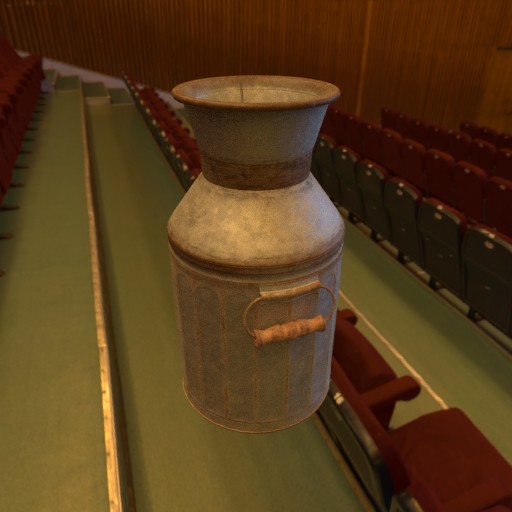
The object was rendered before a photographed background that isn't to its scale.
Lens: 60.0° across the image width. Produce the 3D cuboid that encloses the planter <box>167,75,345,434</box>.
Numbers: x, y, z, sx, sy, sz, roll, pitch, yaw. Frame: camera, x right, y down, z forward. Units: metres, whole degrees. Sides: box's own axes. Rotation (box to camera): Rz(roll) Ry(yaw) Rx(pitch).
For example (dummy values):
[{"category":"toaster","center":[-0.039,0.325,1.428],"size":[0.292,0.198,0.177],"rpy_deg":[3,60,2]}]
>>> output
[{"category":"planter","center":[0.000,0.000,0.550],"size":[0.214,0.396,0.245],"rpy_deg":[-10,32,-17]}]
